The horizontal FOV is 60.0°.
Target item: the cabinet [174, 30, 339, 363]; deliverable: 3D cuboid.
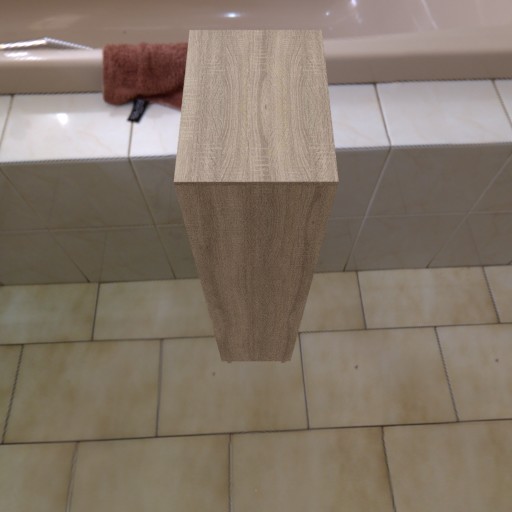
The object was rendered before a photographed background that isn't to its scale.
[{"bbox_3d":[0.000,0.000,2.026,0.400,1.850,0.570,0,62,0],"label":"cabinet"}]
